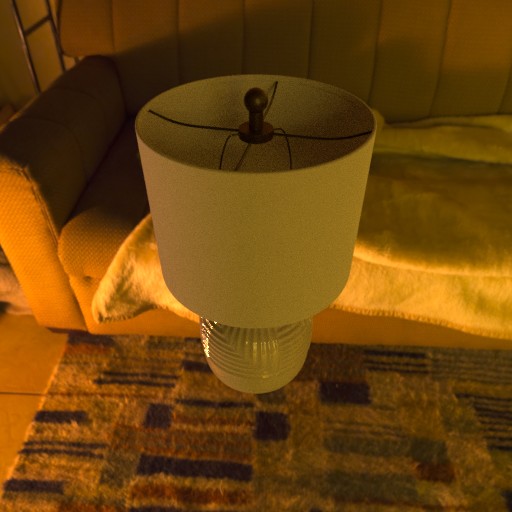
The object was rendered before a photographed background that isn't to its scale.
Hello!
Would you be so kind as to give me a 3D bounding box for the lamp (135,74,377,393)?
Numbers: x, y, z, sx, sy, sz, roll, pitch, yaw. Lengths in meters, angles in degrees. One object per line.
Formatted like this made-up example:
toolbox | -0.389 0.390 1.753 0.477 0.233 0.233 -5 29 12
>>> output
lamp | 0.000 0.000 0.754 0.318 0.567 0.318 0 40 0
